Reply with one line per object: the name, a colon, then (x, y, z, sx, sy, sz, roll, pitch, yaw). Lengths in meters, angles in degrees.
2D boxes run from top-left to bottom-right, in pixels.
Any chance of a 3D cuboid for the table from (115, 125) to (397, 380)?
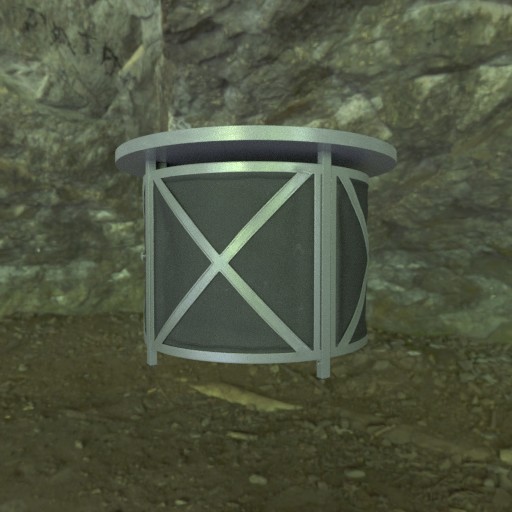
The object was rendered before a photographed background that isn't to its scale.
table: (0.000, 0.000, 1.521, 0.914, 0.650, 0.914, 0, 2, 0)
